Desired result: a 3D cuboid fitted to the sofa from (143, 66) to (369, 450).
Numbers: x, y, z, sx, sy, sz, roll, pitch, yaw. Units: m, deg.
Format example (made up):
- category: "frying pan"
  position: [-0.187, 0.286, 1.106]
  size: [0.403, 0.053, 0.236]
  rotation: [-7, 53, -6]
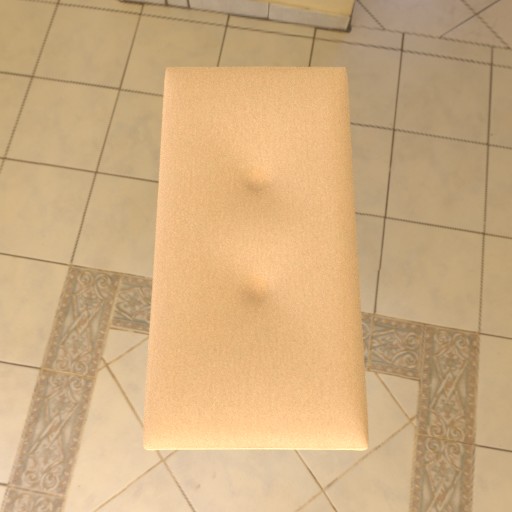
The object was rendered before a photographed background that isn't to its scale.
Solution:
- category: "sofa"
  position: [0.000, 0.000, 1.178]
  size: [0.480, 0.470, 0.930]
  rotation: [0, 75, 0]
